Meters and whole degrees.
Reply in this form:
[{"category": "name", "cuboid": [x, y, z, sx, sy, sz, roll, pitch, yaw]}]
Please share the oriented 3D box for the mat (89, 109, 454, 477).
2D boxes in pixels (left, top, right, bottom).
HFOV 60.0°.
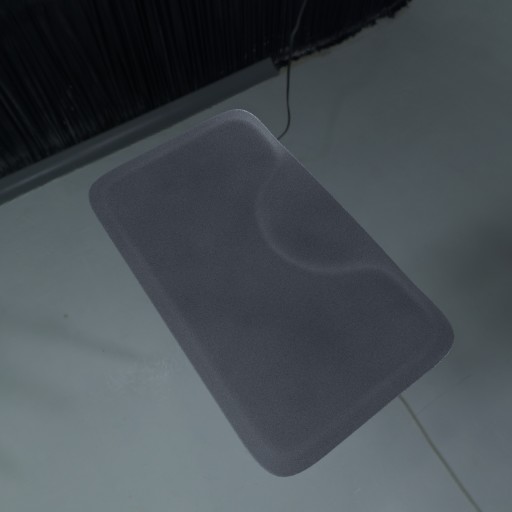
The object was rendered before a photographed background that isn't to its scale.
[{"category": "mat", "cuboid": [0.000, 0.000, 1.859, 0.918, 0.013, 1.524, -32, 67, -15]}]
